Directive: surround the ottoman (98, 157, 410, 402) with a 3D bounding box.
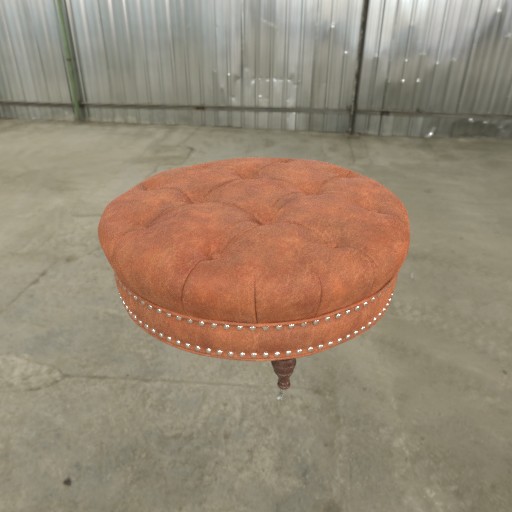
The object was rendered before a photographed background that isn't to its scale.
[{"bbox_3d":[0.000,0.000,1.388,0.901,0.444,0.901,0,29,0],"label":"ottoman"}]
